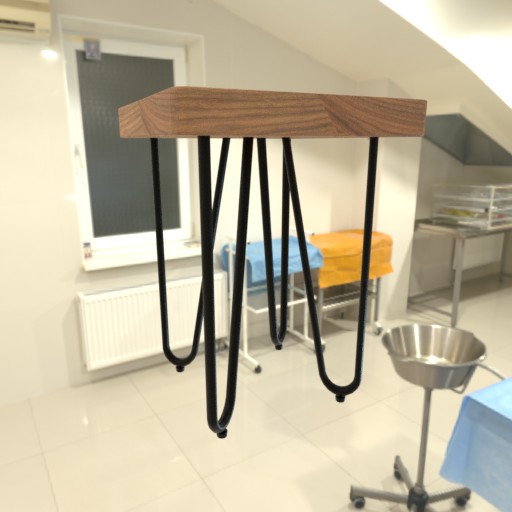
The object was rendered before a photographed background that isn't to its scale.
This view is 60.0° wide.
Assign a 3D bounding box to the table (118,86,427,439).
[{"bbox_3d":[0.000,0.000,0.990,0.480,0.641,0.479,-7,16,-25],"label":"table"}]
